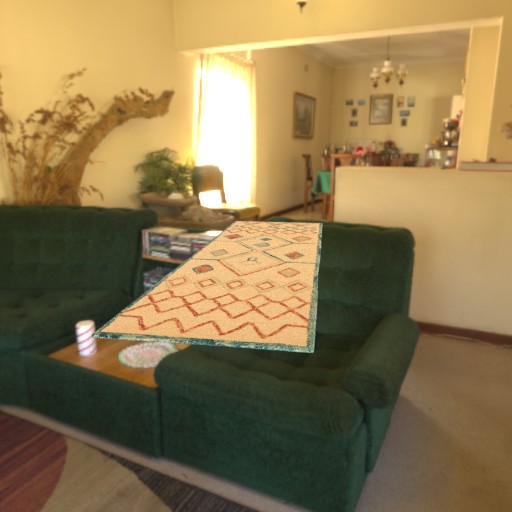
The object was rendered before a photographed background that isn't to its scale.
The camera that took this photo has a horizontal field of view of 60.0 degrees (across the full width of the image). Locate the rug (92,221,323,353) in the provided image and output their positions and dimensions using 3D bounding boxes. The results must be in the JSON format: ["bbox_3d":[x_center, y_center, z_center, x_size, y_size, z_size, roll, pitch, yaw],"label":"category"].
[{"bbox_3d":[0.000,0.000,2.612,0.750,0.011,2.435,2,14,9],"label":"rug"}]
